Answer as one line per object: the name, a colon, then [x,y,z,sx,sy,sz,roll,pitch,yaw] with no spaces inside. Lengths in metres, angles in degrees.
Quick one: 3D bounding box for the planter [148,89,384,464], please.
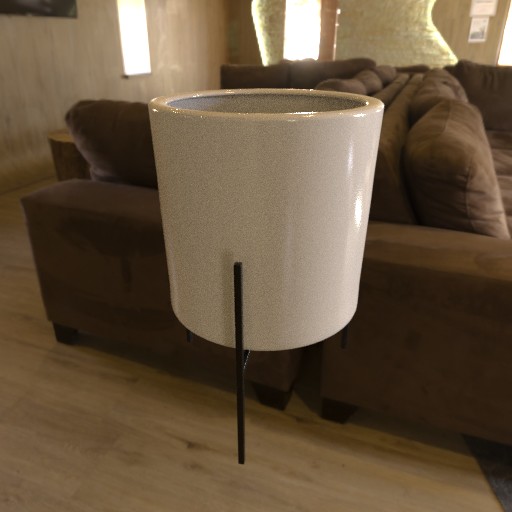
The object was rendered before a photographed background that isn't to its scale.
planter: [0.000,0.000,0.638,0.308,0.431,0.307,17,31,32]
